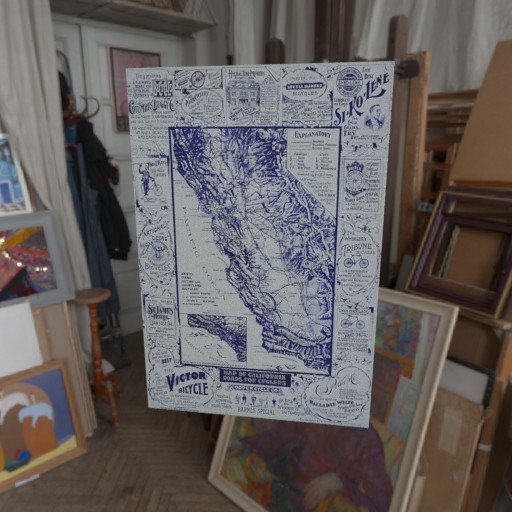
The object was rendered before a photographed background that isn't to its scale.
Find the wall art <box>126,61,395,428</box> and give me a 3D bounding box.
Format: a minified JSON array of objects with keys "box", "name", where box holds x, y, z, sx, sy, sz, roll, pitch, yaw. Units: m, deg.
[{"box":[0.000,0.000,0.473,0.255,0.376,0.025,2,14,9],"name":"wall art"}]
